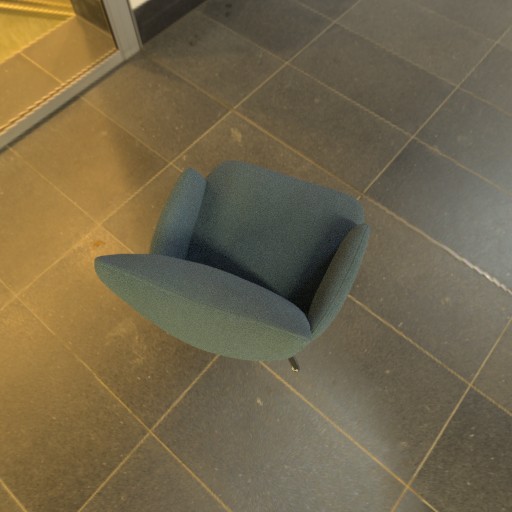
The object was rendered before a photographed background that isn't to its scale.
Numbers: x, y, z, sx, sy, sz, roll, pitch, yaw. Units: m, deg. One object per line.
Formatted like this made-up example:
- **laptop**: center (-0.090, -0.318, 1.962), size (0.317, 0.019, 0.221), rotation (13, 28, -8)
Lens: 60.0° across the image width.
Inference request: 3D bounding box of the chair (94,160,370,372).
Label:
- **chair**: center (0.000, 0.000, 1.598), size (0.711, 1.016, 0.889), rotation (19, 65, 9)
